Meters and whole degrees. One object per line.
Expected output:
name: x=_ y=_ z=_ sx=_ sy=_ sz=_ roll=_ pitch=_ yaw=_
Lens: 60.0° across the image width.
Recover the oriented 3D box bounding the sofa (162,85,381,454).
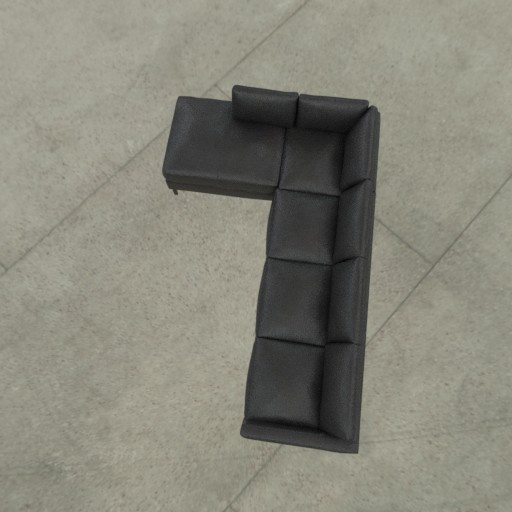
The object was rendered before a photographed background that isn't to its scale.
sofa: x=0.000 y=0.000 z=3.929 sx=1.938 sy=0.877 sz=2.984 roll=7 pitch=75 yaw=2
